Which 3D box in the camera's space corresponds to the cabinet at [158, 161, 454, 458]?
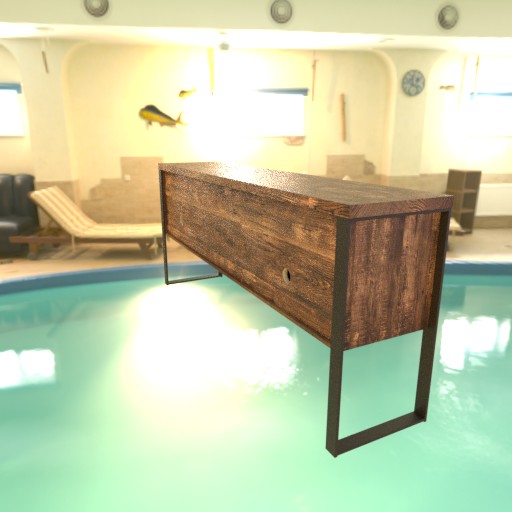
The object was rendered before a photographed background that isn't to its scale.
[{"bbox_3d":[0.000,0.000,2.080,0.395,0.762,1.800,-8,17,-26],"label":"cabinet"}]
